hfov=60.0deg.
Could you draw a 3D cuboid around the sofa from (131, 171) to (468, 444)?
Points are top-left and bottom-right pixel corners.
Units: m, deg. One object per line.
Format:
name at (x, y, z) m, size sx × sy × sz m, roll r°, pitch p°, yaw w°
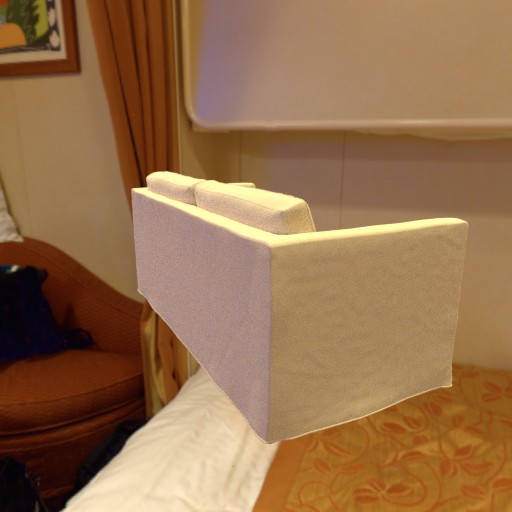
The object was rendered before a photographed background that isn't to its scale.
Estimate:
sofa at (0.000, 0.000, 2.469) m, size 0.940 × 0.870 × 1.987 m, roll -7°, pitch 16°, yaw -27°
